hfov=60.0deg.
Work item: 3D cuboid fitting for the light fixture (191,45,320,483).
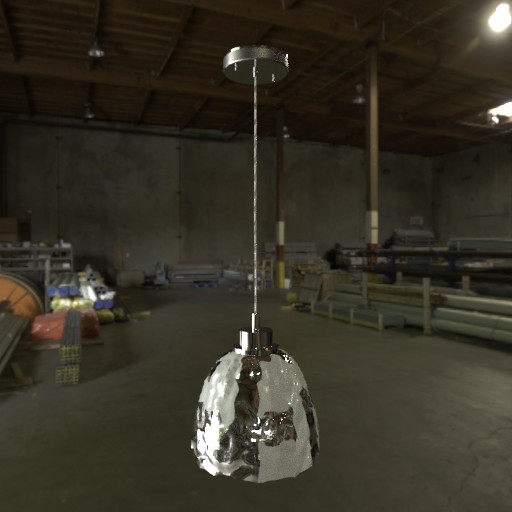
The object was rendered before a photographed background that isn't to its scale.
[{"bbox_3d":[0.000,0.000,1.717,0.496,1.511,0.500,-1,1,-36],"label":"light fixture"}]
